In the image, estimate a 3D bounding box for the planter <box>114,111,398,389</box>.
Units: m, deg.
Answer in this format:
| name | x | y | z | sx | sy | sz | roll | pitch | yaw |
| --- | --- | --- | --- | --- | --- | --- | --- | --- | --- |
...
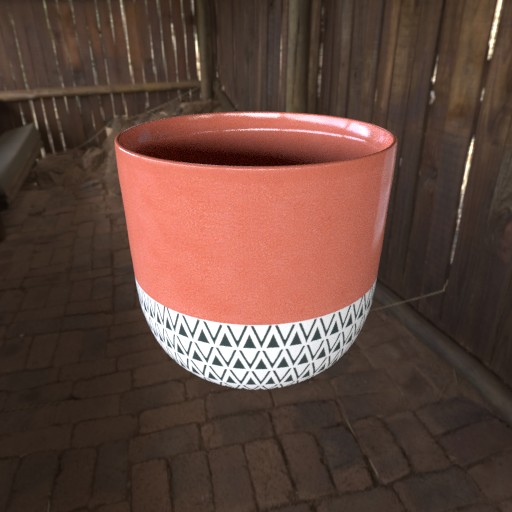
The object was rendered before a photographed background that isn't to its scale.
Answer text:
| name | x | y | z | sx | sy | sz | roll | pitch | yaw |
| --- | --- | --- | --- | --- | --- | --- | --- | --- | --- |
| planter | 0.000 | 0.000 | 0.491 | 0.266 | 0.270 | 0.266 | 0 | 26 | 0 |
